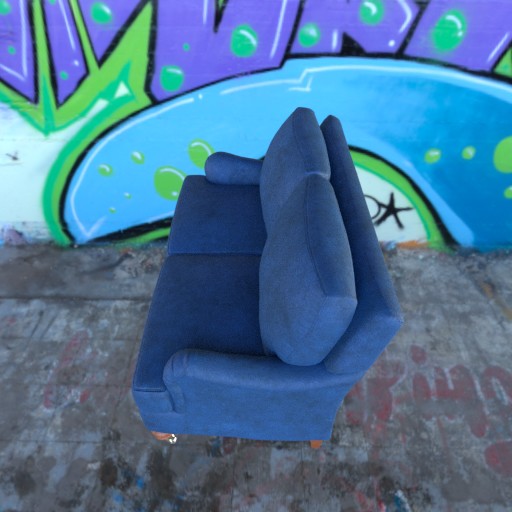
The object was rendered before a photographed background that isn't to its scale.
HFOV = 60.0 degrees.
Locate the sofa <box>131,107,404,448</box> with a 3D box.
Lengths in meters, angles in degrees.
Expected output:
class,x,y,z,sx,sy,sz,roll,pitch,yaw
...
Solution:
class,x,y,z,sx,sy,sz,roll,pitch,yaw
sofa,0.000,0.000,2.540,1.084,1.101,1.853,0,41,0
